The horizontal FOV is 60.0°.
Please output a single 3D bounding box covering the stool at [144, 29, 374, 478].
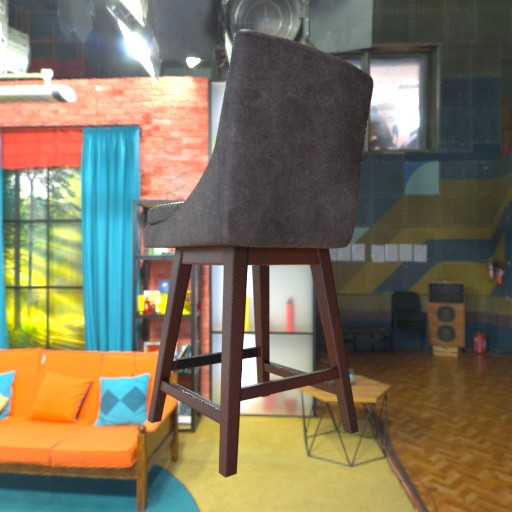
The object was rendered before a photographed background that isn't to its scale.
[{"bbox_3d":[0.000,0.000,1.347,0.492,1.046,0.587,0,0,-36],"label":"stool"}]
